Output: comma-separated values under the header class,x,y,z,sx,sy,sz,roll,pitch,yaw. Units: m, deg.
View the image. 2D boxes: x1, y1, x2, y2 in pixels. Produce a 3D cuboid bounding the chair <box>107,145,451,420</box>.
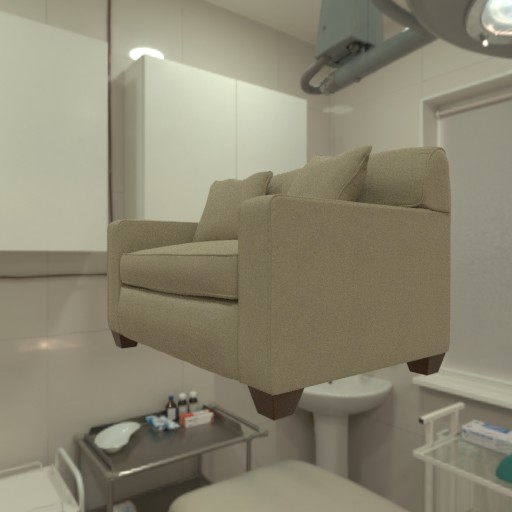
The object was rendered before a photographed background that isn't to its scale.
class,x,y,z,sx,sy,sz,roll,pitch,yaw
chair,0.000,0.000,2.057,1.000,0.948,1.383,0,0,-37
